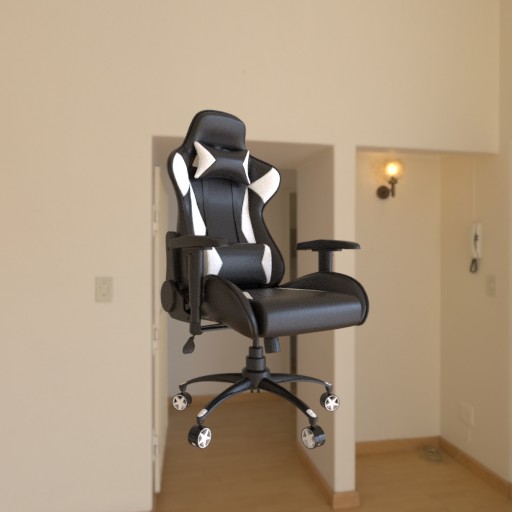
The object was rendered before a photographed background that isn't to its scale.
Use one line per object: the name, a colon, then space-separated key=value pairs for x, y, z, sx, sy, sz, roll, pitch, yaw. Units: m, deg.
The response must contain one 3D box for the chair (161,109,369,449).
chair: x=0.000 y=0.000 z=1.757 sx=0.730 sy=1.285 sz=0.695 roll=0 pitch=0 yaw=-36
